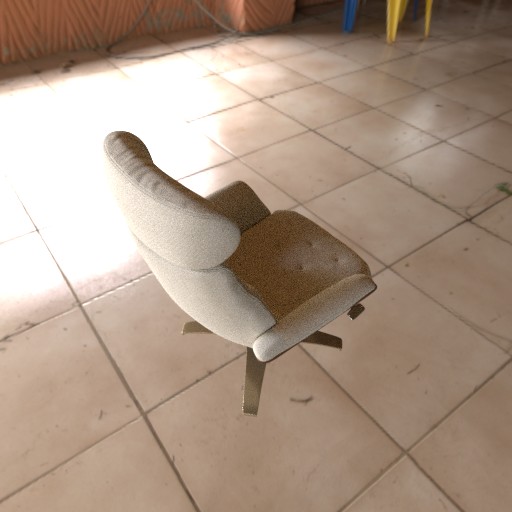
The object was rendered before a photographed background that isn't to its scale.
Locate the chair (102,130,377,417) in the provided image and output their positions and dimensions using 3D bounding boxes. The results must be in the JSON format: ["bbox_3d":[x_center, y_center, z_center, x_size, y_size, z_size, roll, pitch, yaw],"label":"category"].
[{"bbox_3d":[0.000,0.000,1.567,0.837,0.995,0.785,-27,49,-27],"label":"chair"}]
